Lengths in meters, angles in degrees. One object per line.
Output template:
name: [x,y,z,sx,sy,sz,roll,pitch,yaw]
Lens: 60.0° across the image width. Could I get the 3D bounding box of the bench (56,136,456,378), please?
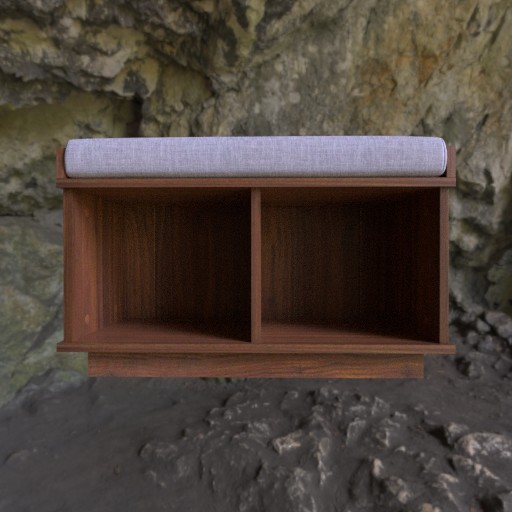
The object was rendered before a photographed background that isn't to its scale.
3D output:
bench: [0.000,0.000,0.984,0.734,0.461,0.362,0,0,1]
